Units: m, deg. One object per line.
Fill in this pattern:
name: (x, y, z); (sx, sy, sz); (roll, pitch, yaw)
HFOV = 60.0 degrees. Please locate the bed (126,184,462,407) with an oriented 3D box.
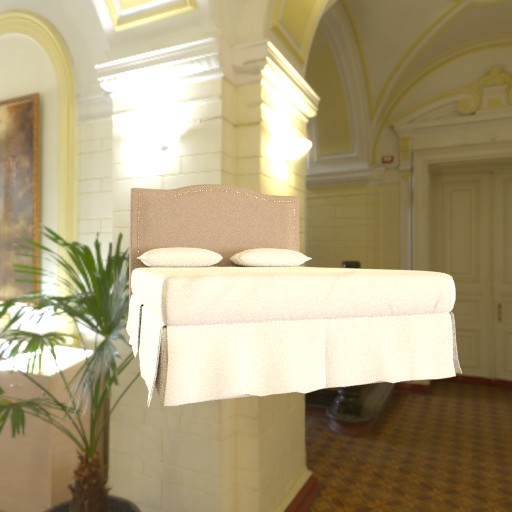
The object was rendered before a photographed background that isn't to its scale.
bed: (0.000, 0.000, 3.362); (1.821, 1.436, 2.282); (0, -1, -19)
